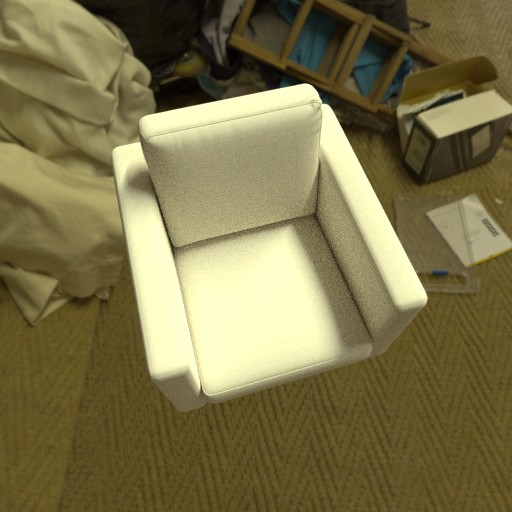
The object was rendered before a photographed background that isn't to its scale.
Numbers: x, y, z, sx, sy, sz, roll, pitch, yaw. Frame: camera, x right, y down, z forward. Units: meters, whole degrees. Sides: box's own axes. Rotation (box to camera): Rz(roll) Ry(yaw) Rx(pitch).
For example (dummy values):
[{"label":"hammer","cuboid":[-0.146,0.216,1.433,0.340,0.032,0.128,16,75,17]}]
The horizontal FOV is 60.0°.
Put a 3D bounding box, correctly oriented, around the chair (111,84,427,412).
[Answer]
[{"label":"chair","cuboid":[0.000,0.000,1.606,0.831,0.899,0.879,-14,62,-8]}]
